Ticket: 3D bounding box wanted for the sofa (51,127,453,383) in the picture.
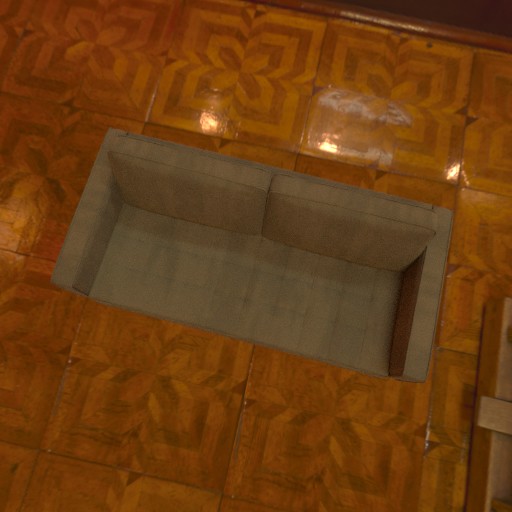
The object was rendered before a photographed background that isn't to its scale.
[{"bbox_3d":[0.000,0.000,2.444,1.920,0.825,0.924,14,76,4],"label":"sofa"}]
